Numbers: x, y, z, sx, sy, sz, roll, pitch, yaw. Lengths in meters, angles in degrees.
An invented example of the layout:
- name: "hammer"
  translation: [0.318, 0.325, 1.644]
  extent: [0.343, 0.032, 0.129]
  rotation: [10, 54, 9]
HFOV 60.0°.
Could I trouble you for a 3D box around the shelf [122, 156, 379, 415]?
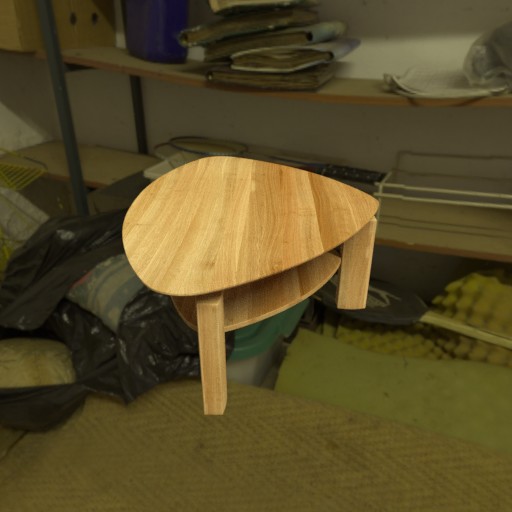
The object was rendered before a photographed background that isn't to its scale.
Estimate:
- name: "shelf"
  translation: [0.000, 0.000, 1.670]
  extent: [0.863, 0.439, 1.240]
  rotation: [0, 27, 0]
